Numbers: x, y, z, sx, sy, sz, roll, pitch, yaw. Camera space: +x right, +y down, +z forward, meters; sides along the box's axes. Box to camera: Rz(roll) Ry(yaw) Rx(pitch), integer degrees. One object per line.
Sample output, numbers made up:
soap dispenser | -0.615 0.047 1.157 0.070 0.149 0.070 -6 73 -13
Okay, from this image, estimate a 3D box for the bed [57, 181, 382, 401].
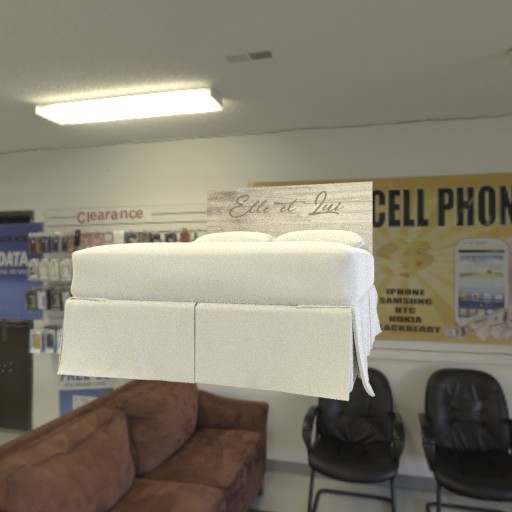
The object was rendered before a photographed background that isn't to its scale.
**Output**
bed | 0.000 0.000 3.199 1.745 1.335 2.094 0 0 18
